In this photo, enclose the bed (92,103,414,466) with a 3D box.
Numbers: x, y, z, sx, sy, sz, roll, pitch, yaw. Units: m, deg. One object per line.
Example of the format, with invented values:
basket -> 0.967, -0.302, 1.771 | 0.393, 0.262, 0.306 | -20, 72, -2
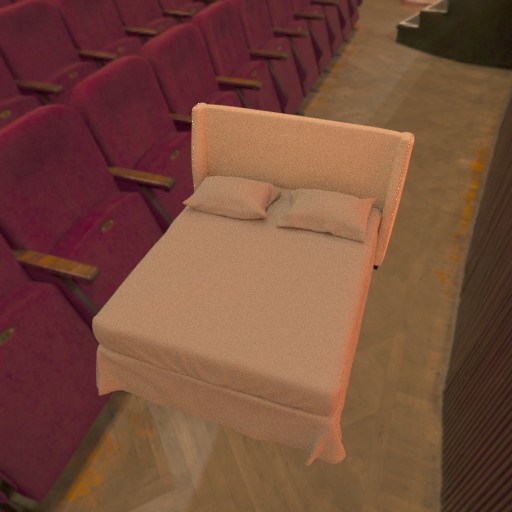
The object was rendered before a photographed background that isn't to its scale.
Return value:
bed -> 0.000, 0.000, 3.405 | 1.925, 1.332, 2.276 | 13, 43, 14
